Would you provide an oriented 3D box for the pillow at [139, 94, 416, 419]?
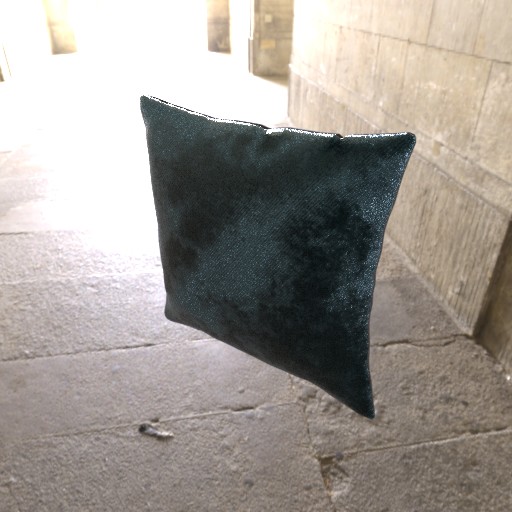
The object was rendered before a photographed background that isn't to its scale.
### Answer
[{"bbox_3d":[0.000,0.000,0.665,0.436,0.430,0.138,20,36,30],"label":"pillow"}]
